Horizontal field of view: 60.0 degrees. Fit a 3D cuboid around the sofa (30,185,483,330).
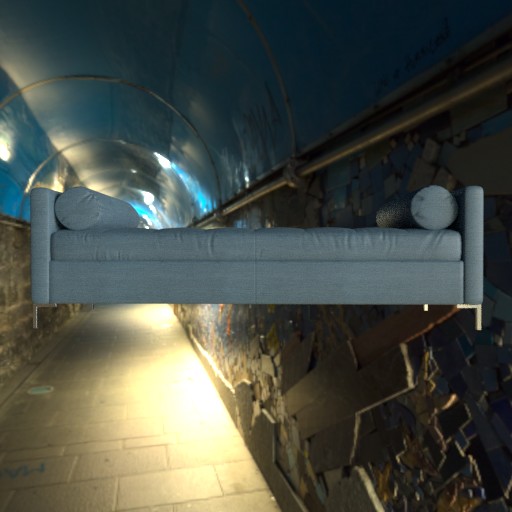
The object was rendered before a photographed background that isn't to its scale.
[{"bbox_3d":[0.000,0.000,2.268,1.981,0.635,0.686,0,0,1],"label":"sofa"}]
